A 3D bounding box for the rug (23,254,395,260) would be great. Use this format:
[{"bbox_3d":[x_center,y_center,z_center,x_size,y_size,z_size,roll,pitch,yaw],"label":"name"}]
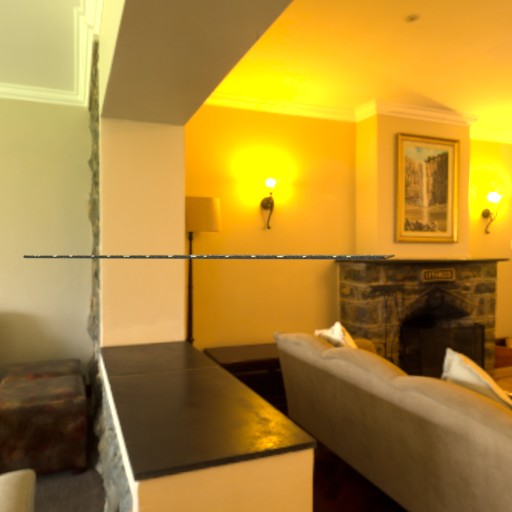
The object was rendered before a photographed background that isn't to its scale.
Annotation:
[{"bbox_3d":[0.000,0.000,4.152,2.439,0.022,3.047,0,0,18],"label":"rug"}]
